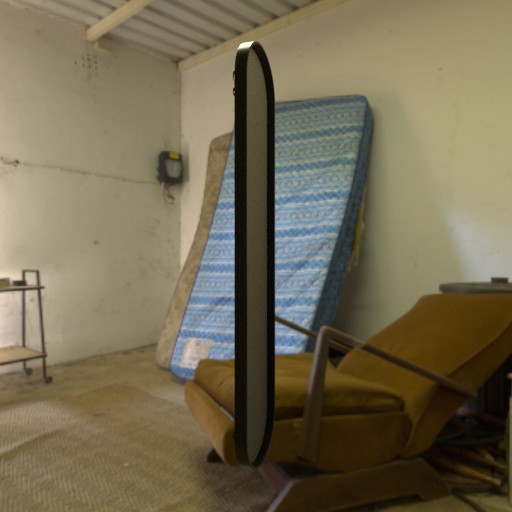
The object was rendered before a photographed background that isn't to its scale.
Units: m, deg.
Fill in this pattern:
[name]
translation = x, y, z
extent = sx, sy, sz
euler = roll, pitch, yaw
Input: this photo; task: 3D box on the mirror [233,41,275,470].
[mirror]
translation = 0.000, 0.000, 1.053
extent = 0.032, 0.991, 0.222
euler = 0, 0, 18
